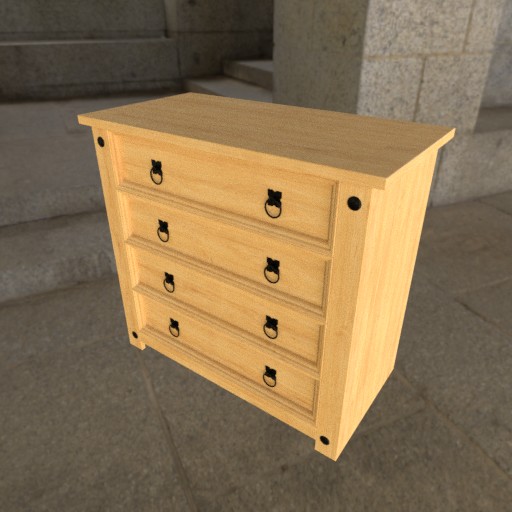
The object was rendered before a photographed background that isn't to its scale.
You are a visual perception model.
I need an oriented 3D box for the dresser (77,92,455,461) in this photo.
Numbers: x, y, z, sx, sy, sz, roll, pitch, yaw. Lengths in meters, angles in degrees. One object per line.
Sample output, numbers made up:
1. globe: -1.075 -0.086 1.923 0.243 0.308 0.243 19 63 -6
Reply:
1. dresser: 0.000 0.000 1.223 0.800 0.730 0.410 19 35 30
